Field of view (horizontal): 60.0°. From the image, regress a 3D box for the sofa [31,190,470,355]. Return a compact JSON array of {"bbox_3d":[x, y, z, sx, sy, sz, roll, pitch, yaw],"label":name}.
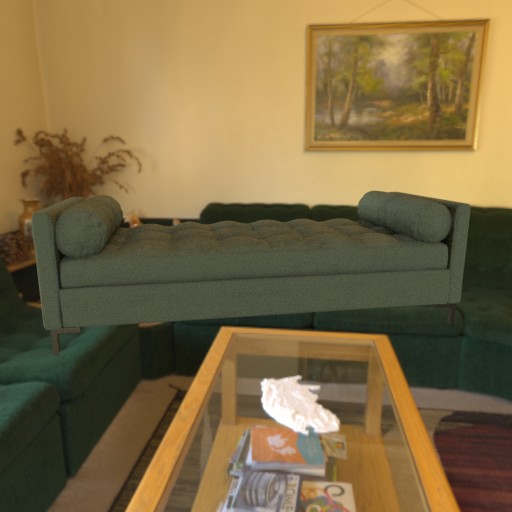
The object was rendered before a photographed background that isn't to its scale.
[{"bbox_3d":[0.000,0.000,2.512,2.130,0.681,0.817,-2,13,-10],"label":"sofa"}]
